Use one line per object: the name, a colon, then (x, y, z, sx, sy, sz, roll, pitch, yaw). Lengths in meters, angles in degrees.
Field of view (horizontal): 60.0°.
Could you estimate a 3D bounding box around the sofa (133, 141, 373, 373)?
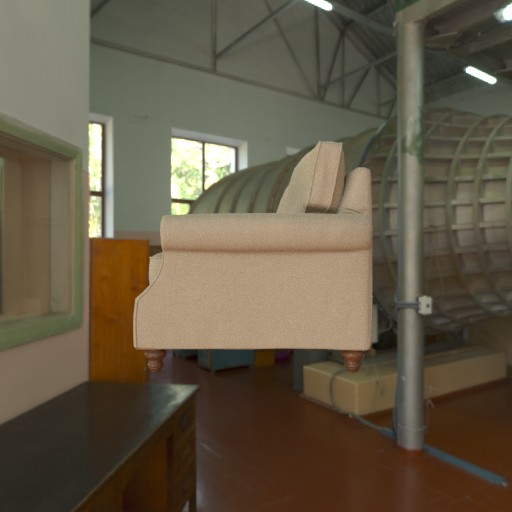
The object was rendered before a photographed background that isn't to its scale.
sofa: (0.000, 0.000, 2.832, 0.966, 0.948, 2.354, 0, 0, 1)
